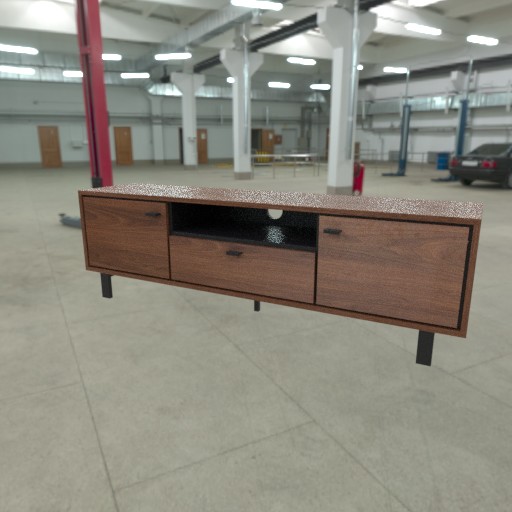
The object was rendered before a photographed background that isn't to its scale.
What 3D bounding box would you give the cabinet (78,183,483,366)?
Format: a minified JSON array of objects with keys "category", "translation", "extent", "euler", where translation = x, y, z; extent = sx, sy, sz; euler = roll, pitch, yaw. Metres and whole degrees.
[{"category":"cabinet","translation":[0.000,0.000,1.865],"extent":[1.650,0.500,0.400],"euler":[7,17,26]}]
